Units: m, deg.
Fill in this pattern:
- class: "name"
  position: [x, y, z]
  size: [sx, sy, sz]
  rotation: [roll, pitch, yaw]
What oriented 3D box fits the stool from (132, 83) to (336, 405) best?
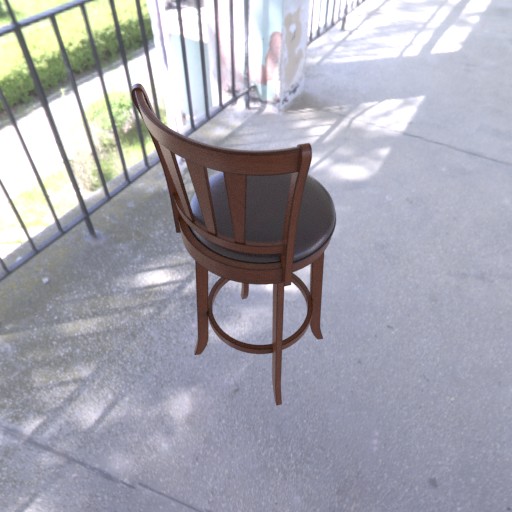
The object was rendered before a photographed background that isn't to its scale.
- class: "stool"
  position: [0.000, 0.000, 1.441]
  size: [0.464, 1.177, 0.503]
  rotation: [26, 53, 21]
